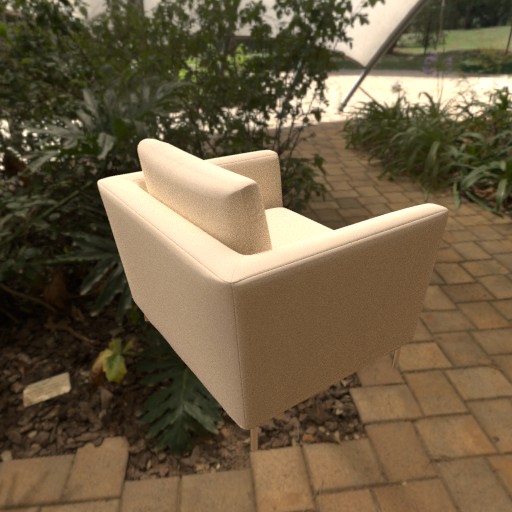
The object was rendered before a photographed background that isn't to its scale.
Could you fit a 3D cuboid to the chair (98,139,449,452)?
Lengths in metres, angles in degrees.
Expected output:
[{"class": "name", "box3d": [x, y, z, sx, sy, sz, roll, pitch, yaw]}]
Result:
[{"class": "chair", "box3d": [0.000, 0.000, 1.747, 0.889, 0.865, 1.041, -17, 32, -31]}]
